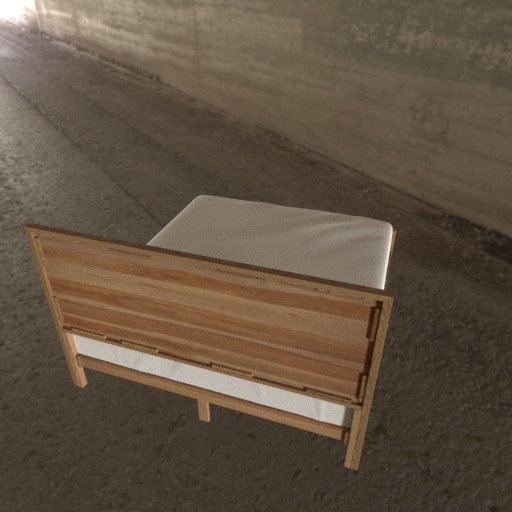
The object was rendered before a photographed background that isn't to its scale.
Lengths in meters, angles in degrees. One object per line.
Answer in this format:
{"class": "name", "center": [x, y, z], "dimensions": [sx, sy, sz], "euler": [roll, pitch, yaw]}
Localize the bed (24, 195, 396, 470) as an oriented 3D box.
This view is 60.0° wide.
{"class": "bed", "center": [0.000, 0.000, 3.432], "dimensions": [2.013, 1.295, 2.184], "euler": [10, 34, 16]}
